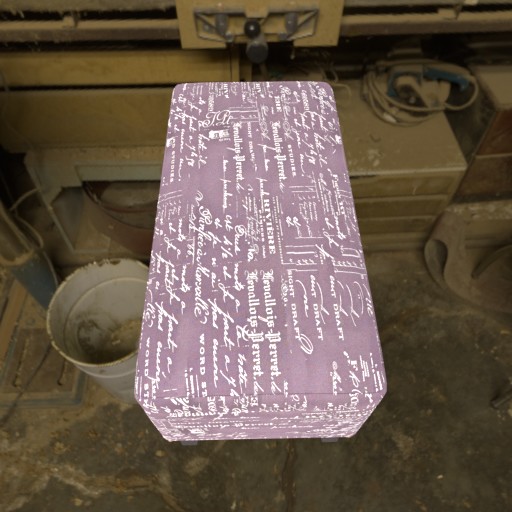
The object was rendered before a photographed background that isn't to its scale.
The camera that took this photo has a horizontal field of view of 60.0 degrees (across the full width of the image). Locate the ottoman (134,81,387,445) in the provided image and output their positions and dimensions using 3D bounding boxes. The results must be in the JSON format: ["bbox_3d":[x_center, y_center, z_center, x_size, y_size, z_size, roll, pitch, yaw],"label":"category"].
[{"bbox_3d":[0.000,0.000,1.070,0.406,0.457,0.813,-1,56,-1],"label":"ottoman"}]
